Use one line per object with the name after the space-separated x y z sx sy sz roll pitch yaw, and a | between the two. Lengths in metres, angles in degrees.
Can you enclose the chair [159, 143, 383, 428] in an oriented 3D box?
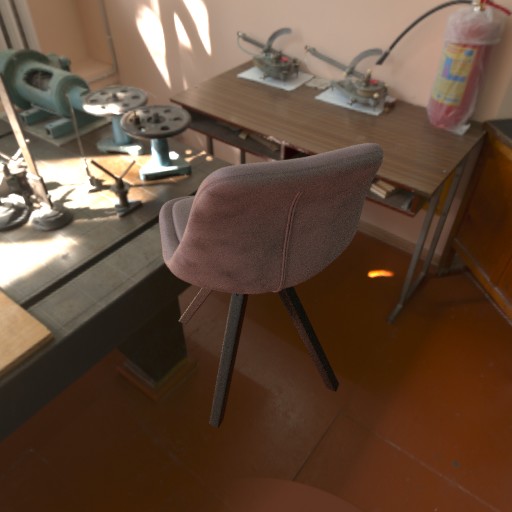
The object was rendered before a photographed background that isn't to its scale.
0.000 0.000 1.195 0.483 0.865 0.547 -12 43 -13 | chair
